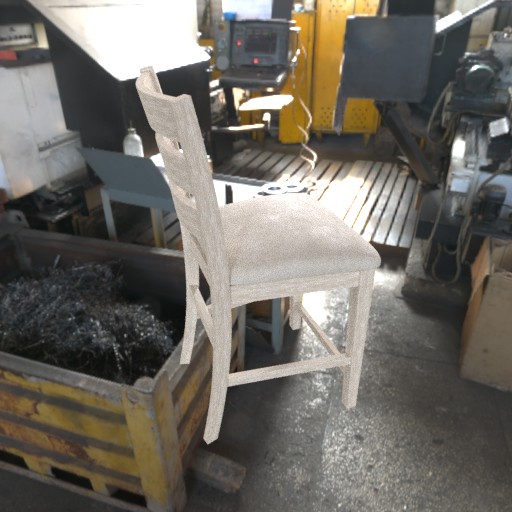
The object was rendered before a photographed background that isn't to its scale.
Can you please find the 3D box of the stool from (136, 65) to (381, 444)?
[{"bbox_3d":[0.000,0.000,1.331,0.569,1.032,0.484,-11,32,-18],"label":"stool"}]
